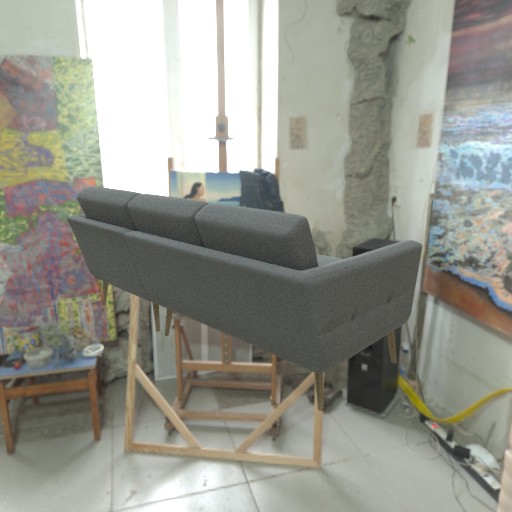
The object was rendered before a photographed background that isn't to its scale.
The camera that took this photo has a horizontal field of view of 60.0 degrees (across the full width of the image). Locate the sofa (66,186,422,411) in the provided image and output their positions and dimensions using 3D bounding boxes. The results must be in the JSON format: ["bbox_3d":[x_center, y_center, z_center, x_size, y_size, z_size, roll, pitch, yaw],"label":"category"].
[{"bbox_3d":[0.000,0.000,2.817,2.040,0.860,1.530,13,20,42],"label":"sofa"}]
